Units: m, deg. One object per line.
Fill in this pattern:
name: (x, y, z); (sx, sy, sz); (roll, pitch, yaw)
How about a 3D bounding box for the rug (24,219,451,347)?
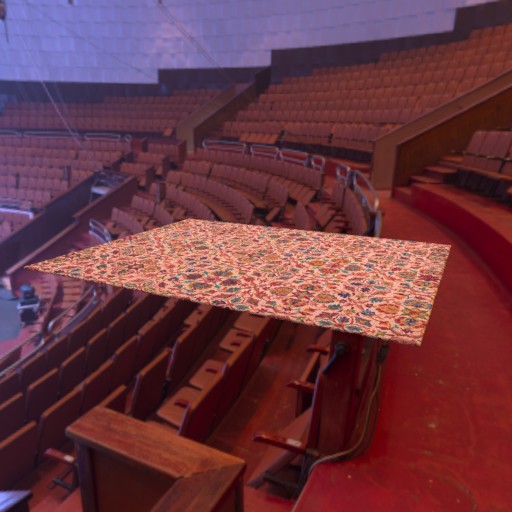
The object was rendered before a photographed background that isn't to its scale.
rug: (0.000, 0.000, 4.137); (3.215, 0.020, 2.446); (8, 17, 26)
